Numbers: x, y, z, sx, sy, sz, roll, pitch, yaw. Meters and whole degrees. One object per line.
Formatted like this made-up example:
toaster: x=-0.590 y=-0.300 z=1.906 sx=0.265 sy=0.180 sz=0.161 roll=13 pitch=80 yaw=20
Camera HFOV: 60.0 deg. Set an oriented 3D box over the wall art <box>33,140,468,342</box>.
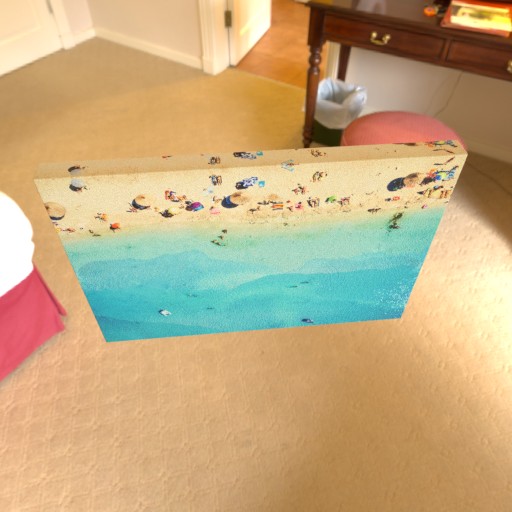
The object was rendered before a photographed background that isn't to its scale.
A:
wall art: x=0.000 y=0.000 z=0.778 sx=0.609 sy=0.406 sz=0.039 roll=-4 pitch=47 yaw=-4
